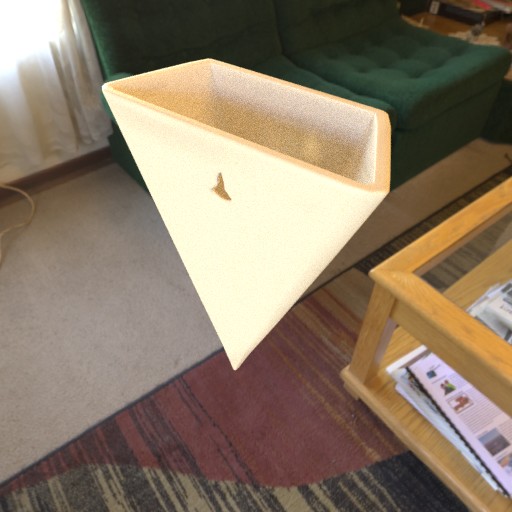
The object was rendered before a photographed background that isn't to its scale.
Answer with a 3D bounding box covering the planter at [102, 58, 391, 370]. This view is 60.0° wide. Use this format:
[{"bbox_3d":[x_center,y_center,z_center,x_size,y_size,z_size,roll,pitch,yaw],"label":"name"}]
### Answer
[{"bbox_3d":[0.000,0.000,0.273,0.150,0.197,0.060,27,52,23],"label":"planter"}]
